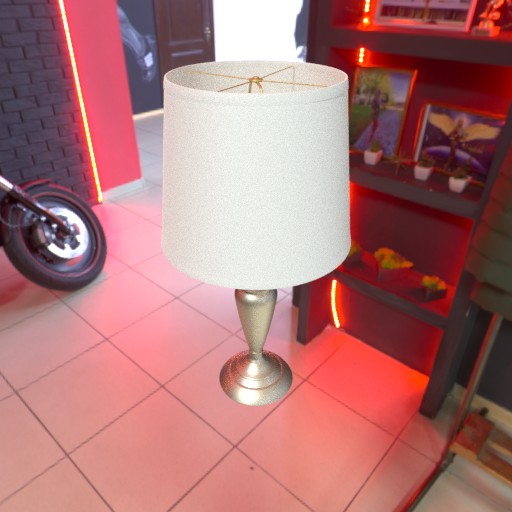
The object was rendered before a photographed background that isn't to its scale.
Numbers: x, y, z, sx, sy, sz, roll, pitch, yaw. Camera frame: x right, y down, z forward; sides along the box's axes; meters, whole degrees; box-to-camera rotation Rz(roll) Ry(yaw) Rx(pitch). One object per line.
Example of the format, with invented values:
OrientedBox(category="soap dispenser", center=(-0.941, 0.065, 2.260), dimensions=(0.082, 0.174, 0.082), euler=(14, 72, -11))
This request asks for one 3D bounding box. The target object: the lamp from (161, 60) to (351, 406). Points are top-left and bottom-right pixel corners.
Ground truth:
OrientedBox(category="lamp", center=(0.000, 0.000, 0.803), dimensions=(0.328, 0.619, 0.328), euler=(0, 32, 0))
